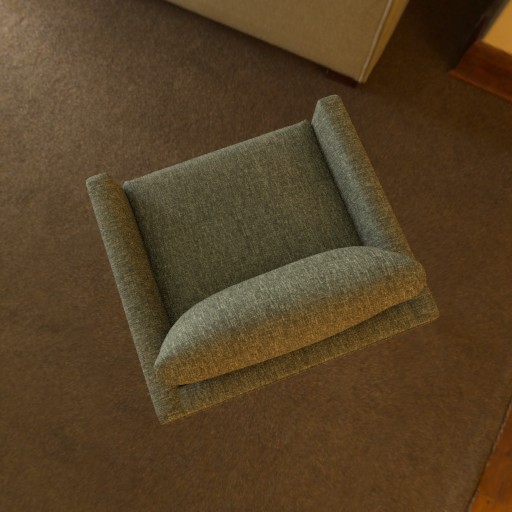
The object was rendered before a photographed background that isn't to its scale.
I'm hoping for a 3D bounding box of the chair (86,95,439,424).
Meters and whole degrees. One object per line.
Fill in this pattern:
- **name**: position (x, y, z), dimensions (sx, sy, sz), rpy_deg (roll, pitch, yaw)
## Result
- **chair**: position (0.000, 0.000, 1.634), dimensions (0.963, 0.861, 0.866), rpy_deg (-20, 78, -4)
